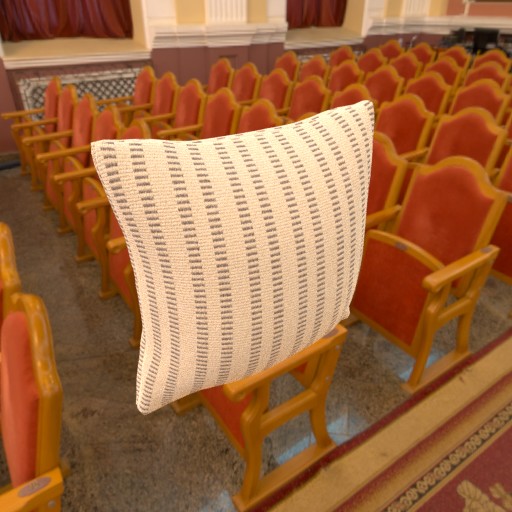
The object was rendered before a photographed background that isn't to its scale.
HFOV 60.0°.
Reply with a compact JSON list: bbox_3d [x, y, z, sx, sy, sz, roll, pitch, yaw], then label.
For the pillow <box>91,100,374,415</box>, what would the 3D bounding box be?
[{"bbox_3d":[0.000,0.000,0.684,0.438,0.419,0.247,-19,35,-29],"label":"pillow"}]
